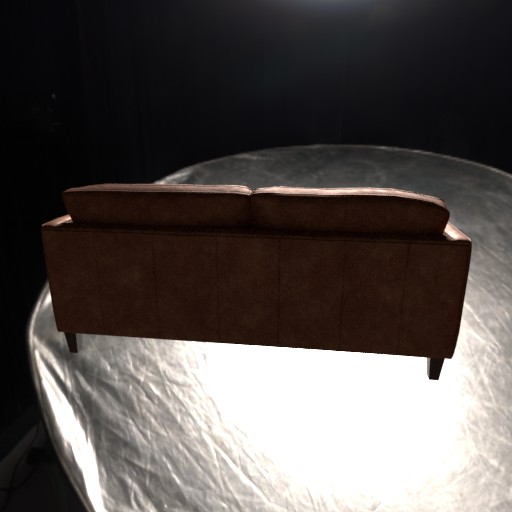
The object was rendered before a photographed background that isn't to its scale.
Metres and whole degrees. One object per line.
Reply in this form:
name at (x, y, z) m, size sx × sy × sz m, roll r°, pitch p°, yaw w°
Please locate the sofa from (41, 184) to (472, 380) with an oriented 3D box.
sofa at (0.000, 0.000, 2.468) m, size 1.971 × 0.863 × 0.923 m, roll 2°, pitch 17°, yaw 8°
